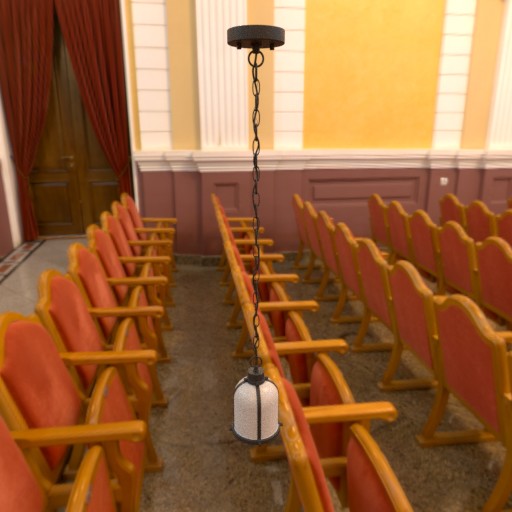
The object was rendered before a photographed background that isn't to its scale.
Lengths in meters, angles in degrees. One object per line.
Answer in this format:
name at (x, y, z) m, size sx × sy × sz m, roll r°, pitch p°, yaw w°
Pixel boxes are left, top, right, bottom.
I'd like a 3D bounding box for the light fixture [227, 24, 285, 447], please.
light fixture at (0.000, 0.000, 1.283) m, size 0.178 × 1.181 × 0.178 m, roll -2°, pitch 17°, yaw -8°
